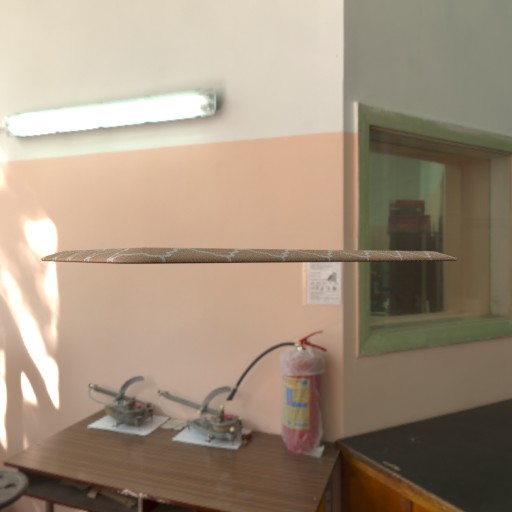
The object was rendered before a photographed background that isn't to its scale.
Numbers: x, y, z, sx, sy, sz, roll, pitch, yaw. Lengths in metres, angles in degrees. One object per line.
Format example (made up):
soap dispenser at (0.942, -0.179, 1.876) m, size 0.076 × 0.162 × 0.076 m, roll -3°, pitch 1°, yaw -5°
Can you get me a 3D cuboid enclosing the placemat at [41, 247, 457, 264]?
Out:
placemat at (0.000, 0.000, 0.949) m, size 0.762 × 0.021 × 0.508 m, roll 0°, pitch 0°, yaw -37°
